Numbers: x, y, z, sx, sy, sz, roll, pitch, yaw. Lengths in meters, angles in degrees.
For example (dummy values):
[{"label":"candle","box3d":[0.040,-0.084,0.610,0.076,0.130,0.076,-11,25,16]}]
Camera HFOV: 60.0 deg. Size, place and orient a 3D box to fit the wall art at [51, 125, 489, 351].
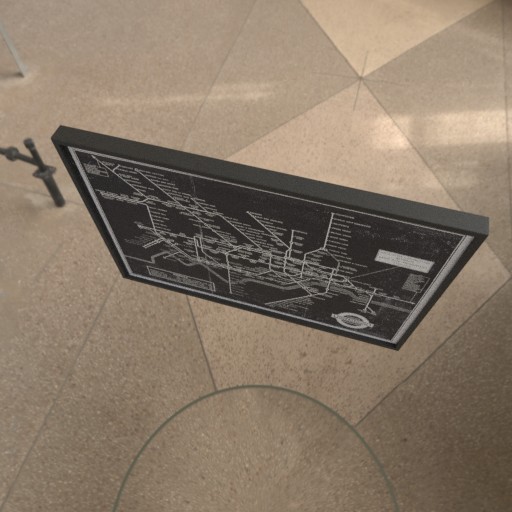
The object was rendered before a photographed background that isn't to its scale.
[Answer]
[{"label":"wall art","box3d":[0.000,0.000,0.565,0.443,0.301,0.021,14,59,8]}]
